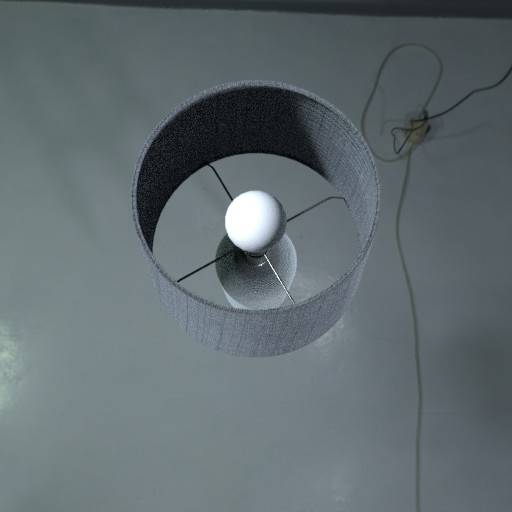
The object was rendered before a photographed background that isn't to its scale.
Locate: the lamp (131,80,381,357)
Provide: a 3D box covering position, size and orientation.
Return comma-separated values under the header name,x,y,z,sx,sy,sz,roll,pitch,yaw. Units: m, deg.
name,x,y,z,sx,sy,sz,roll,pitch,yaw
lamp,0.000,0.000,0.558,0.251,0.429,0.251,0,76,0
